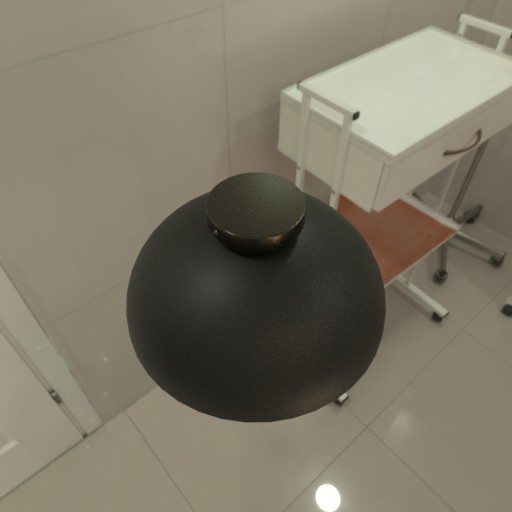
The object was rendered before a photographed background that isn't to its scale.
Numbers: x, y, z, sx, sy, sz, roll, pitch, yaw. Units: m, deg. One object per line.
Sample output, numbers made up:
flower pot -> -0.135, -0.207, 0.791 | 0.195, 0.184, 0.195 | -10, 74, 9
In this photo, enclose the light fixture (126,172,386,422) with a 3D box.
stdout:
light fixture -> 0.000, 0.000, 0.560 | 0.355, 0.177, 0.355 | 0, 48, 0
